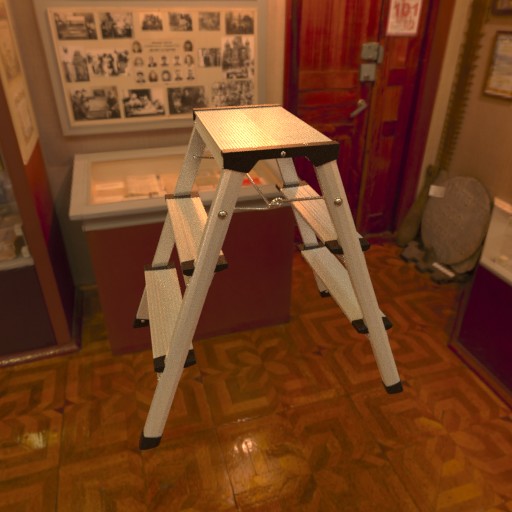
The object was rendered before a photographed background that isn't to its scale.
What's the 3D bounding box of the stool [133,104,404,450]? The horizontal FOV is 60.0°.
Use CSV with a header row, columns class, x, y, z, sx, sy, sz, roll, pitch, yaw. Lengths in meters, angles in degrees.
class,x,y,z,sx,sy,sz,roll,pitch,yaw
stool,0.000,0.000,1.025,0.622,0.605,0.437,-8,31,-13
